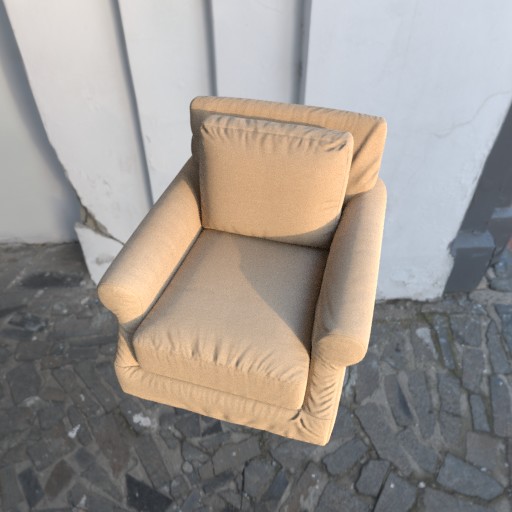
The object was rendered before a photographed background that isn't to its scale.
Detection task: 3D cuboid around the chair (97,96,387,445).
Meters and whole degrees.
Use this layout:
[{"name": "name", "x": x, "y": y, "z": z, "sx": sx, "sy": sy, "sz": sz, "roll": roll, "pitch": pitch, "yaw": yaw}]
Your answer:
[{"name": "chair", "x": 0.000, "y": 0.000, "z": 1.764, "sx": 0.940, "sy": 0.866, "sz": 1.066, "roll": 11, "pitch": 43, "yaw": 12}]
